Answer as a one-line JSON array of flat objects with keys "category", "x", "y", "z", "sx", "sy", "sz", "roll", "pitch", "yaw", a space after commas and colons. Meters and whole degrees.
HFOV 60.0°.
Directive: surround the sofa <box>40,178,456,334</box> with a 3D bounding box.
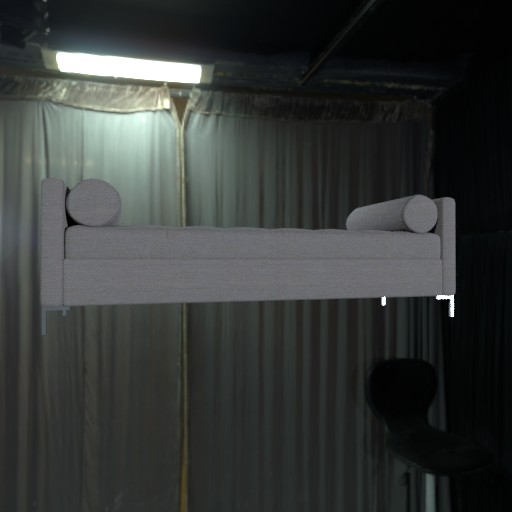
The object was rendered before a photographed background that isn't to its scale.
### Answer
[{"category": "sofa", "x": 0.000, "y": 0.000, "z": 2.354, "sx": 1.981, "sy": 0.635, "sz": 0.686, "roll": 0, "pitch": -1, "yaw": -17}]
